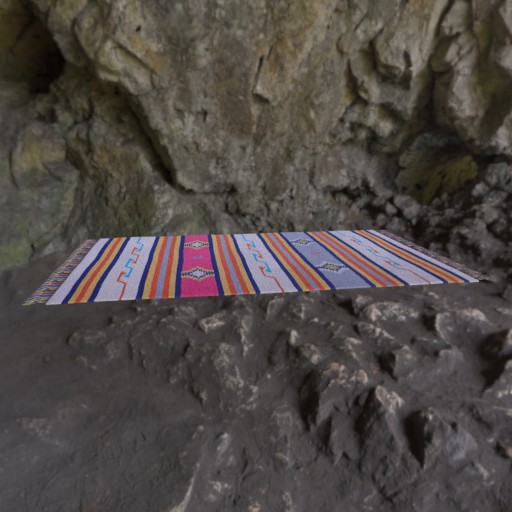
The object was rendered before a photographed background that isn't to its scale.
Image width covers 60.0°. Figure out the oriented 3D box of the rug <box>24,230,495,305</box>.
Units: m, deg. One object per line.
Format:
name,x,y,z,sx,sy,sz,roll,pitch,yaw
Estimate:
rug,0.000,0.000,2.211,1.849,0.013,1.084,-2,15,-9
